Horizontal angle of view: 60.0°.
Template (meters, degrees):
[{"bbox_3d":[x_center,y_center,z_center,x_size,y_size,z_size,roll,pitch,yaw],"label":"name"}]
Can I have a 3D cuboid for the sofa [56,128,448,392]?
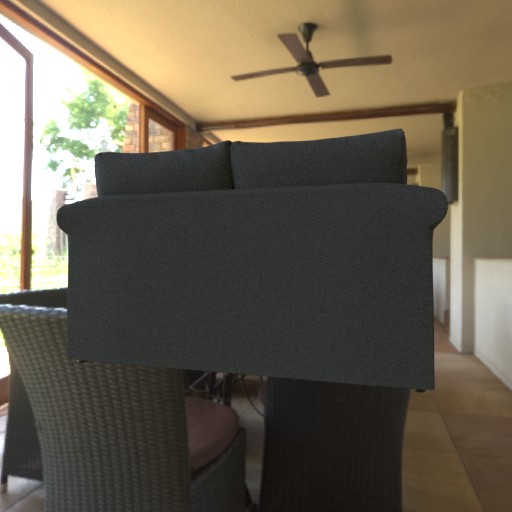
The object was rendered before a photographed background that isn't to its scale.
[{"bbox_3d":[0.000,0.000,1.920,1.460,0.872,0.741,0,0,18],"label":"sofa"}]
